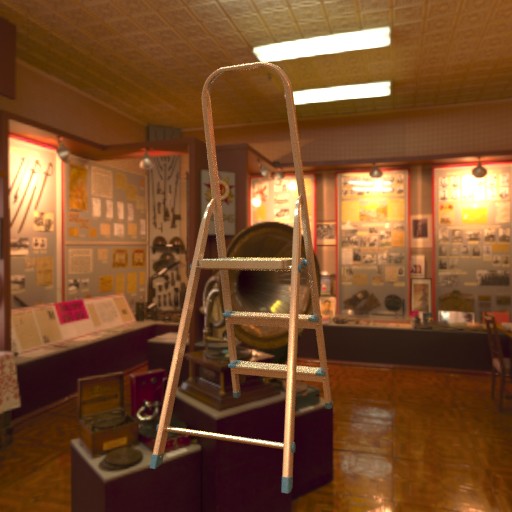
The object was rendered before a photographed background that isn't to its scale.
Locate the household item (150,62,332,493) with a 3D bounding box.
[{"bbox_3d":[0.000,0.000,1.524,0.420,1.215,0.687,0,1,19],"label":"household item"}]
